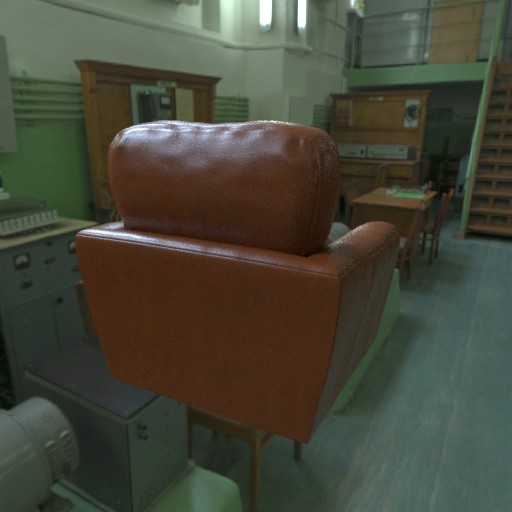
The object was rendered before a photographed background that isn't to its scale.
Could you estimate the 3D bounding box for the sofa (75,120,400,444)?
[{"bbox_3d":[0.000,0.000,1.496,0.836,0.876,0.789,9,19,26],"label":"sofa"}]
